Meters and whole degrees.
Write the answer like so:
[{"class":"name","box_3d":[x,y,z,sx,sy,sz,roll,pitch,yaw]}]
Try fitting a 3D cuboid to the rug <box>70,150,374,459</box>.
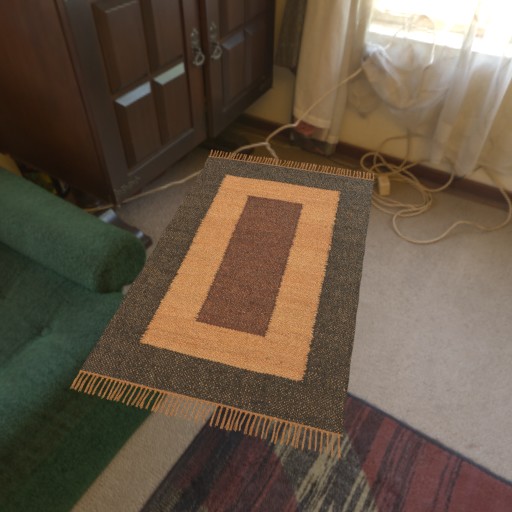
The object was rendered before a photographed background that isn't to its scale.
[{"class":"rug","box_3d":[0.000,0.000,1.930,0.920,0.013,1.541,10,46,10]}]
